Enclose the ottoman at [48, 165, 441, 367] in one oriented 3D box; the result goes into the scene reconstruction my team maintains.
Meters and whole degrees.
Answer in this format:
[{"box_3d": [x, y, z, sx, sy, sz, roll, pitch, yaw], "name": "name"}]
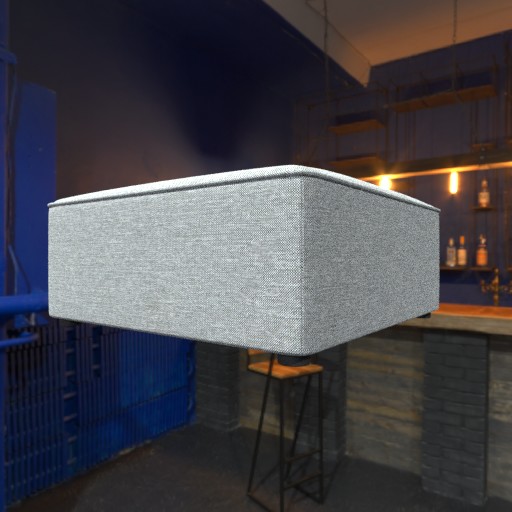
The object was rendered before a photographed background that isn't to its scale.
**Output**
[{"box_3d": [0.000, 0.000, 1.556, 1.005, 0.455, 1.005, 0, 0, 37], "name": "ottoman"}]
